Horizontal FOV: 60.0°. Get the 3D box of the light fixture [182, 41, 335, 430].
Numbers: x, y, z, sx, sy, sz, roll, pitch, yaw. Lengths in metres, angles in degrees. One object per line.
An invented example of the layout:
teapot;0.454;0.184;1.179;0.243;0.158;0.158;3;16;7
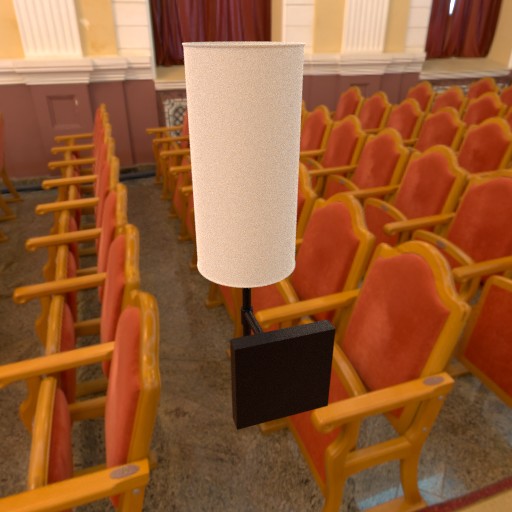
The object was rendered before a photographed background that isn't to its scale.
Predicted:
light fixture;0.000;0.000;0.535;0.128;0.462;0.208;-9;28;-16
